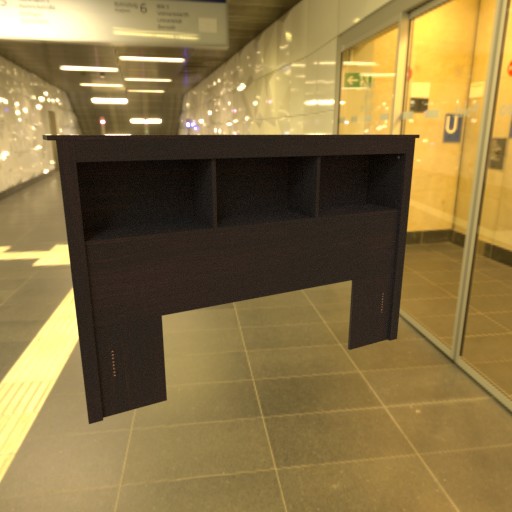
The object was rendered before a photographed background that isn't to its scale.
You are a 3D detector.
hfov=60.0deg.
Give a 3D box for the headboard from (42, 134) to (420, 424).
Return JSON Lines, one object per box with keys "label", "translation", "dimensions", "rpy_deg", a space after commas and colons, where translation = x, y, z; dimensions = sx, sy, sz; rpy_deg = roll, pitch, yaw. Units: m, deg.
{"label": "headboard", "translation": [0.000, 0.000, 2.069], "dimensions": [1.671, 1.092, 0.279], "rpy_deg": [-8, 17, -27]}
